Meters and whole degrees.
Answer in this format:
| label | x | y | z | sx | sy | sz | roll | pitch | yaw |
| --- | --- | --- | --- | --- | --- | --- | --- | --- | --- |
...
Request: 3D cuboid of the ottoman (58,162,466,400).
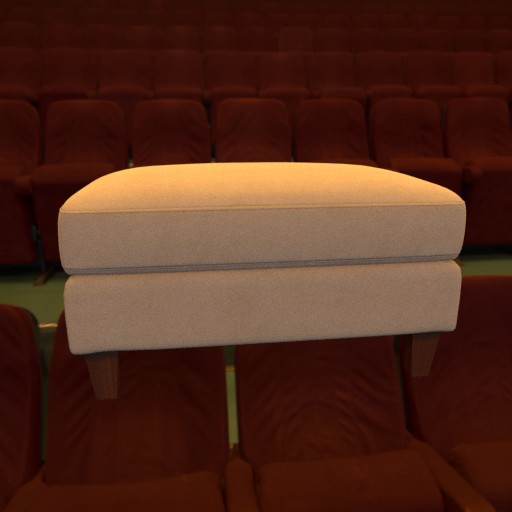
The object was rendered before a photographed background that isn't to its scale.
| label | x | y | z | sx | sy | sz | roll | pitch | yaw |
| --- | --- | --- | --- | --- | --- | --- | --- | --- | --- |
| ottoman | 0.000 | 0.000 | 1.193 | 0.864 | 0.483 | 0.584 | -2 | 16 | -7 |
